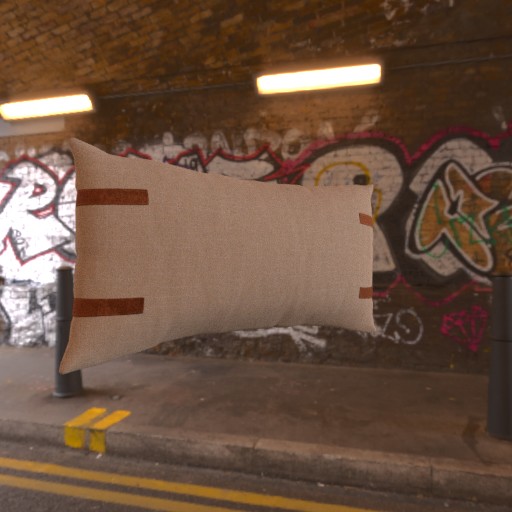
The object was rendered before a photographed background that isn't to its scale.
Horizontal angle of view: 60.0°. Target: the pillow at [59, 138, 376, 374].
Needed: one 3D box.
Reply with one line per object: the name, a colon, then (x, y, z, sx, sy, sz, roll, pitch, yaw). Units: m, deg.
pillow: (0.000, 0.000, 0.741, 0.612, 0.308, 0.148, 1, -2, -36)
